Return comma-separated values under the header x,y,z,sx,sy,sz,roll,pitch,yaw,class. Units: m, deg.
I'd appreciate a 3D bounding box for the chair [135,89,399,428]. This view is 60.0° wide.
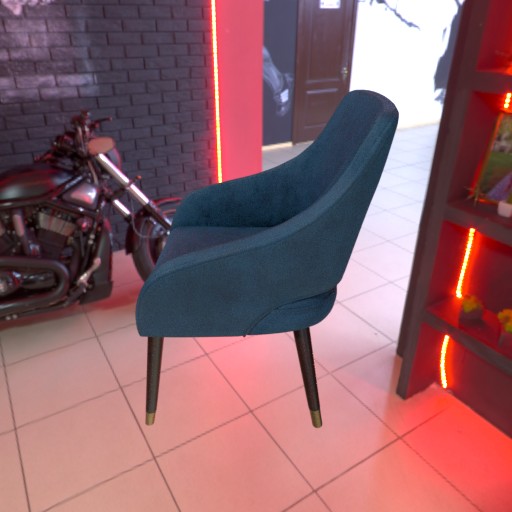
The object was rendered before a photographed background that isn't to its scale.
x,y,z,sx,sy,sz,roll,pitch,yaw,class
0.000,0.000,1.575,0.794,1.081,0.683,0,28,0,chair
